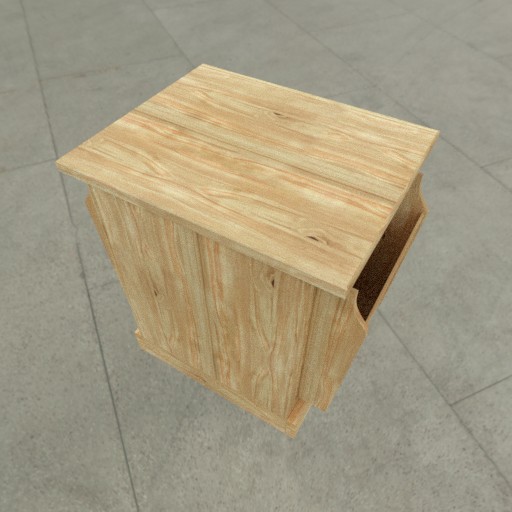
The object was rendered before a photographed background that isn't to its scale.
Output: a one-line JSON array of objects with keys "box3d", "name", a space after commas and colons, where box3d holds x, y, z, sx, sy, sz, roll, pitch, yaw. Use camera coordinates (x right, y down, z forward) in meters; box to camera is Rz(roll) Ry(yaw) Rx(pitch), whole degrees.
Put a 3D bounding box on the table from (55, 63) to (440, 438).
[{"box3d": [0.000, 0.000, 0.878, 0.530, 0.515, 0.380, 24, 52, 20], "name": "table"}]
